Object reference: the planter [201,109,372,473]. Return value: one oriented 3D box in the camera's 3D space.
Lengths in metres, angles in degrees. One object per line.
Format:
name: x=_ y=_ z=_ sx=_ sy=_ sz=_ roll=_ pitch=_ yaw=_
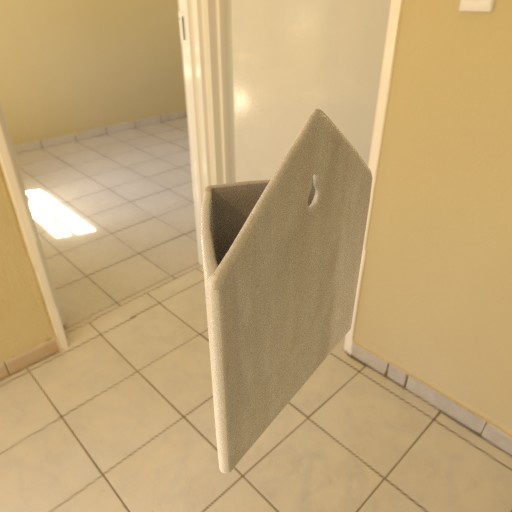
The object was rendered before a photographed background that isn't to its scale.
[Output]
planter: x=0.000 y=0.000 z=0.283 sx=0.080 sy=0.194 sz=0.163 roll=21 pitch=38 yaw=30
